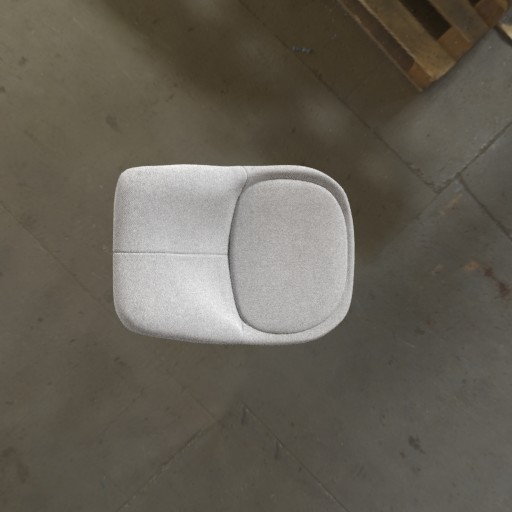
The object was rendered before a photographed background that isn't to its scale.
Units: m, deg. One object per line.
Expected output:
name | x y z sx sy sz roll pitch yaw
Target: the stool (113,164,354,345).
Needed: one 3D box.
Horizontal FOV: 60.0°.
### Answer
stool | 0.000 0.000 1.389 0.550 1.115 0.485 0 89 0
